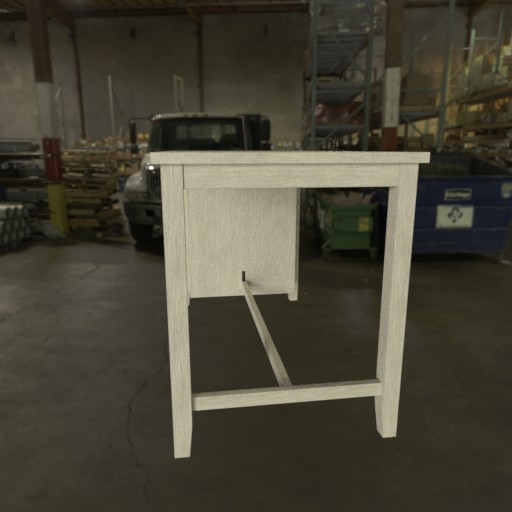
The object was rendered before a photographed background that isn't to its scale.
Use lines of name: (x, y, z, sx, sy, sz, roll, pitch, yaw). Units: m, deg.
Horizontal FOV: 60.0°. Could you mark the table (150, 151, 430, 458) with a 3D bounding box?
table: (0.000, 0.000, 1.900, 0.729, 0.874, 1.397, -2, 14, -8)
